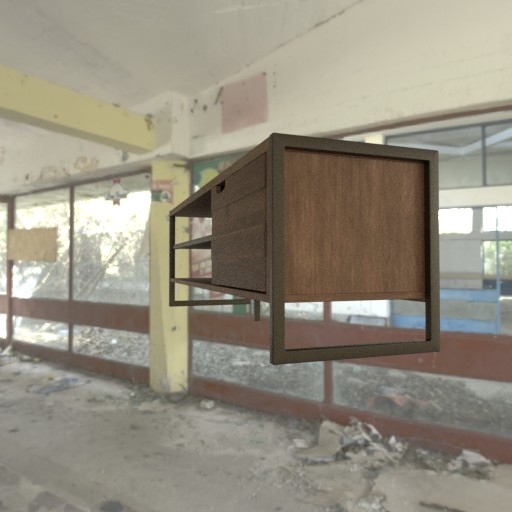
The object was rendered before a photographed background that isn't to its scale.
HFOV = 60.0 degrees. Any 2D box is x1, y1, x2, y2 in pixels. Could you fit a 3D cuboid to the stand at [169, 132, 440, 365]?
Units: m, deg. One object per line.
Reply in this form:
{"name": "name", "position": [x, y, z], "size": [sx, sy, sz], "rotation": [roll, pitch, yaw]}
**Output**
{"name": "stand", "position": [0.000, 0.000, 1.734], "size": [0.454, 0.506, 1.480], "rotation": [0, -1, -20]}
